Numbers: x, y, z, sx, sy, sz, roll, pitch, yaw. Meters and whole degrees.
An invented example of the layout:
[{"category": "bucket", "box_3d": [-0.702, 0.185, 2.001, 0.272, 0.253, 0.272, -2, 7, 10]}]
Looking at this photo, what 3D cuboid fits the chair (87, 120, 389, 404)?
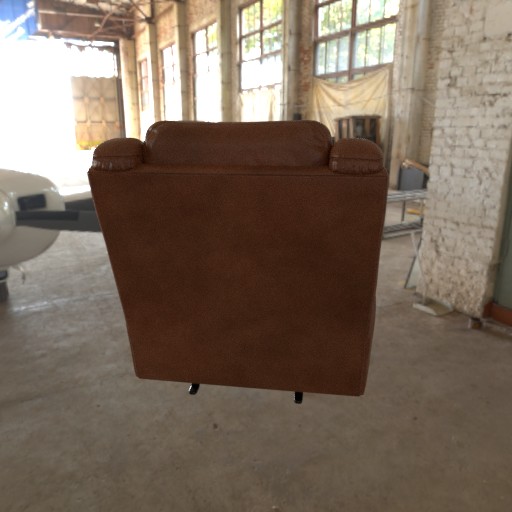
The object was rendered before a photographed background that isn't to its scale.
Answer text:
[{"category": "chair", "box_3d": [0.000, 0.000, 1.894, 0.990, 1.093, 1.041, 2, 16, 8]}]
